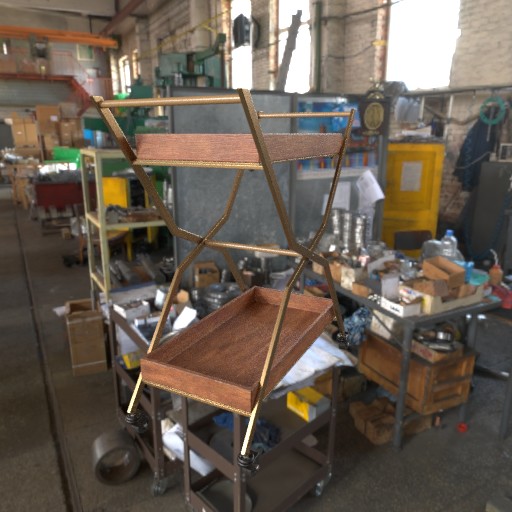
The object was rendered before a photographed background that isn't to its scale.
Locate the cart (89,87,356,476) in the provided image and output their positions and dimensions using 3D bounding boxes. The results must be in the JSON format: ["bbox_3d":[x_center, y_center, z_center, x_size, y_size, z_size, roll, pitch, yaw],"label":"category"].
[{"bbox_3d":[0.000,0.000,1.338,0.405,0.869,0.836,8,17,26],"label":"cart"}]
